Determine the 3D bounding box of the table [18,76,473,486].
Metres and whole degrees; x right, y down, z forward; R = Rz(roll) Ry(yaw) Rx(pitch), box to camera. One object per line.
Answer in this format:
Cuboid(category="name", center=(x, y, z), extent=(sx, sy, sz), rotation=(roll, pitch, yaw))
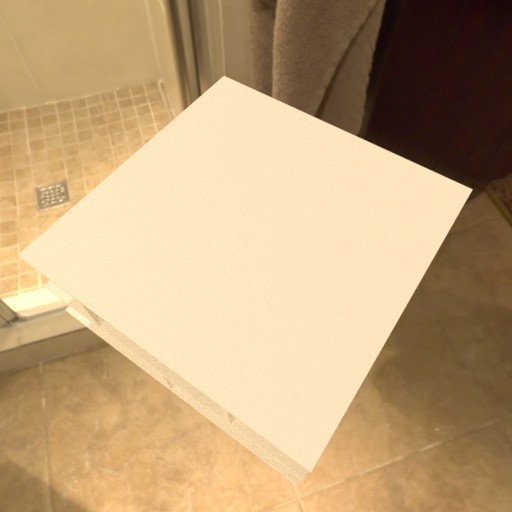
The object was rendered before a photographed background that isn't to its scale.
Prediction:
Cuboid(category="table", center=(0.000, 0.000, 1.074), extent=(0.700, 0.289, 0.700), rotation=(31, 63, 17))
